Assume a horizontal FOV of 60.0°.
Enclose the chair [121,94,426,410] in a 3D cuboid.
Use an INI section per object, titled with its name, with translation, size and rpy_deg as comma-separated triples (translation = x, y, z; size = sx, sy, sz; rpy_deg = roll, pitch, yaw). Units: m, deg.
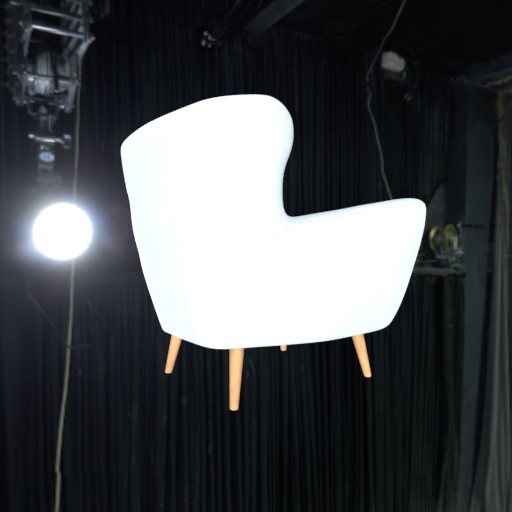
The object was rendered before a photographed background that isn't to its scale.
[chair]
translation = 0.000, 0.000, 1.632
size = 0.889, 0.889, 0.890
rpy_deg = -1, 2, -36
